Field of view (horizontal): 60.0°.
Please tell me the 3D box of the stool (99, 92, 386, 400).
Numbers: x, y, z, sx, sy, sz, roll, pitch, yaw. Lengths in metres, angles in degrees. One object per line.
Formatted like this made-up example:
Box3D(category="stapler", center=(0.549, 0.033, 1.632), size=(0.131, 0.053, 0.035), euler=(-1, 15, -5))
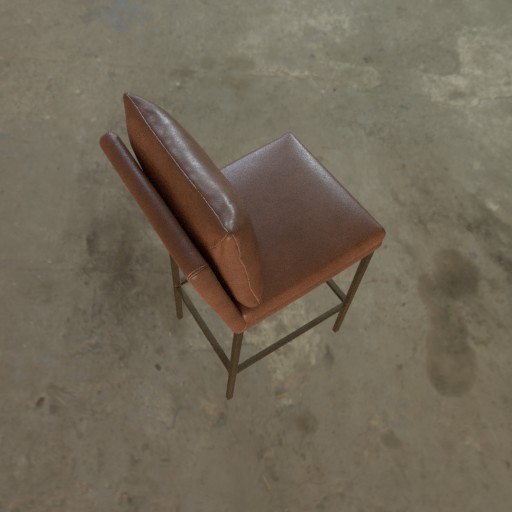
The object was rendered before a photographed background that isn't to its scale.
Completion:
Box3D(category="stool", center=(0.000, 0.000, 1.395), size=(0.571, 1.124, 0.463), euler=(-30, 64, -16))
